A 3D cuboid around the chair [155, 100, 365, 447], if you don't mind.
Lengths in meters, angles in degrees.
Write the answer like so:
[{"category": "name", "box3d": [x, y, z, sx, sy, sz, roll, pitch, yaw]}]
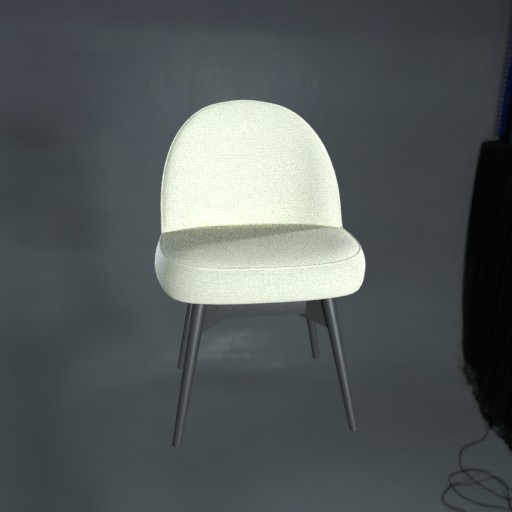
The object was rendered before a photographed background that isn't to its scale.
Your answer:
[{"category": "chair", "box3d": [0.000, 0.000, 1.220, 0.532, 0.838, 0.540, -2, 16, -7]}]
